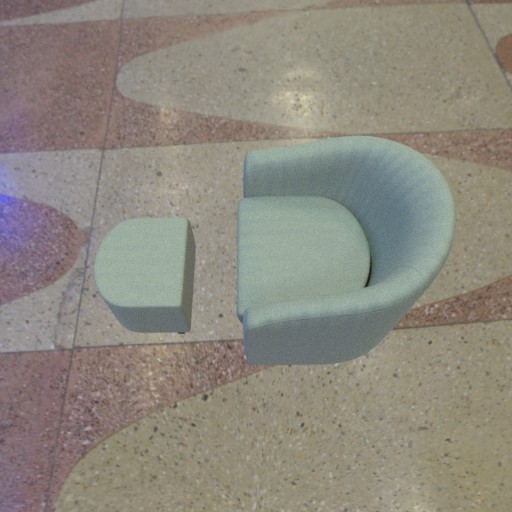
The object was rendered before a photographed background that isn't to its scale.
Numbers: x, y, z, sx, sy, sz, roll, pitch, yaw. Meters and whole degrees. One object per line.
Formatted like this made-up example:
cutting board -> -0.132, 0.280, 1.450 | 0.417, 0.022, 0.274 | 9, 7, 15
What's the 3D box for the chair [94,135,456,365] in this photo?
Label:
chair -> 0.000, 0.000, 1.747 | 1.288, 0.757, 0.756 | -1, 60, 0
